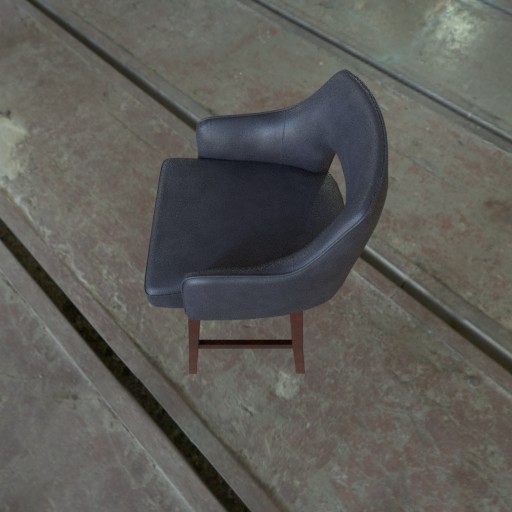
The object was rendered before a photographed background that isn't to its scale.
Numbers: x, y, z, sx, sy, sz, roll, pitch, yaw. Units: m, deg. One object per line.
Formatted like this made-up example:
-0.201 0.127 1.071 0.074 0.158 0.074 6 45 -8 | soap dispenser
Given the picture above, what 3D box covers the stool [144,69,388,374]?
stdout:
0.000 0.000 1.362 0.560 1.041 0.550 0 59 0 | stool
